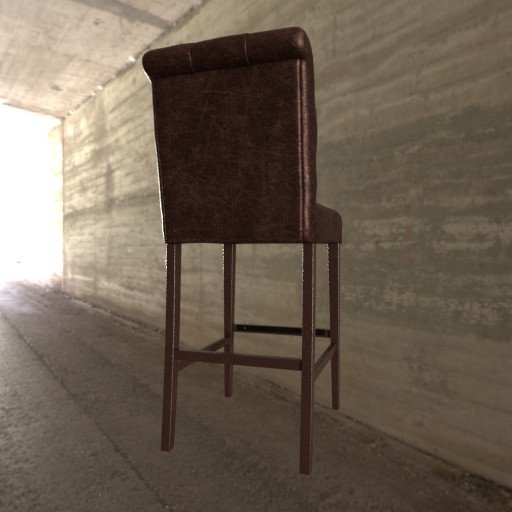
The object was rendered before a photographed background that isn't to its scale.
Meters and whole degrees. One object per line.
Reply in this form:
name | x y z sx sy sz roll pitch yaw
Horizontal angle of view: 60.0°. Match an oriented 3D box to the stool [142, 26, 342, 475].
stool | 0.000 0.000 1.465 0.483 1.168 0.659 0 1 19
